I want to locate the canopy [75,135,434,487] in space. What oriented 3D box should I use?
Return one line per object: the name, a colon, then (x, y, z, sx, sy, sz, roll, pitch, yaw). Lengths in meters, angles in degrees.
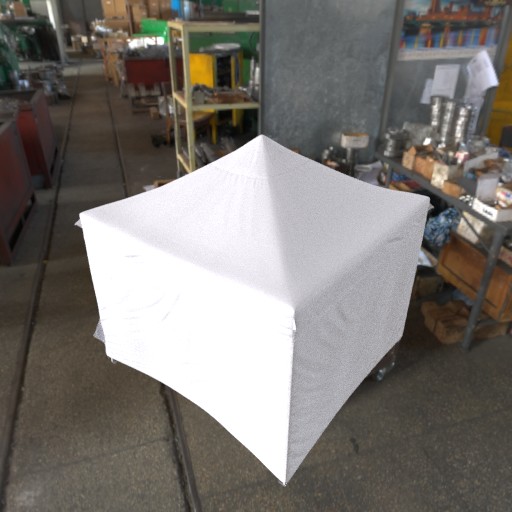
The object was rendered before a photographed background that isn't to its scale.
canopy: (0.000, 0.000, 5.486, 3.121, 2.997, 3.043, 22, 36, 33)
